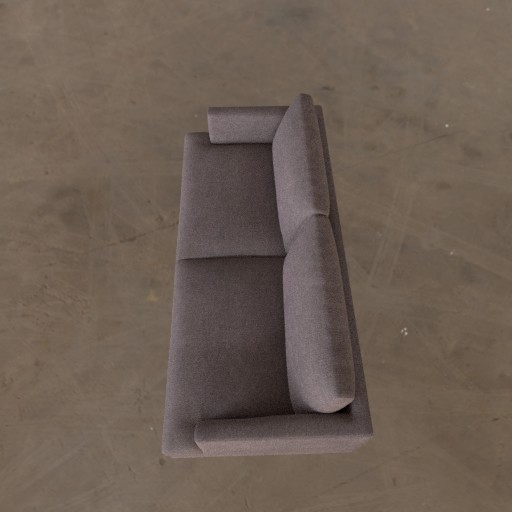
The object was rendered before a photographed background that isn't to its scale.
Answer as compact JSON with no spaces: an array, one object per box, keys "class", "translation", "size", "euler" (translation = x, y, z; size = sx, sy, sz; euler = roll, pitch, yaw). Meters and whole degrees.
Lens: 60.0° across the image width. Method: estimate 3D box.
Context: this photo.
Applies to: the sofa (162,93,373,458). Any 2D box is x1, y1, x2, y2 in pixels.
[{"class":"sofa","translation":[0.000,0.000,2.772],"size":[1.020,0.868,2.250],"euler":[-1,59,-1]}]
